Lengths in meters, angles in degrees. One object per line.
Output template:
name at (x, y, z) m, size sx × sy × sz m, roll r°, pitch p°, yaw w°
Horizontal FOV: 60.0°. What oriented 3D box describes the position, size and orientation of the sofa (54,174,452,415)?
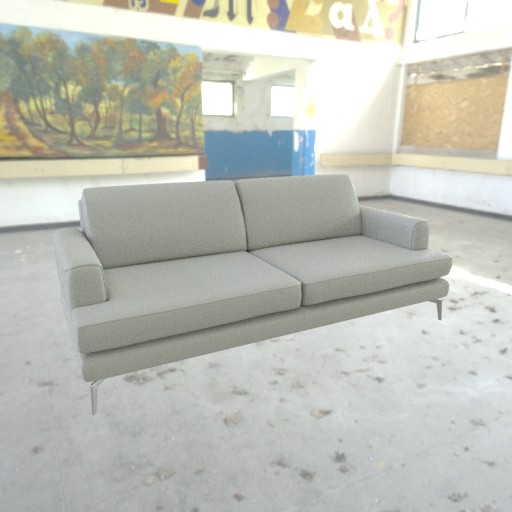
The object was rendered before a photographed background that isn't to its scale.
sofa at (0.000, 0.000, 2.381) m, size 1.940 × 0.765 × 0.974 m, roll -8°, pitch 18°, yaw -26°
